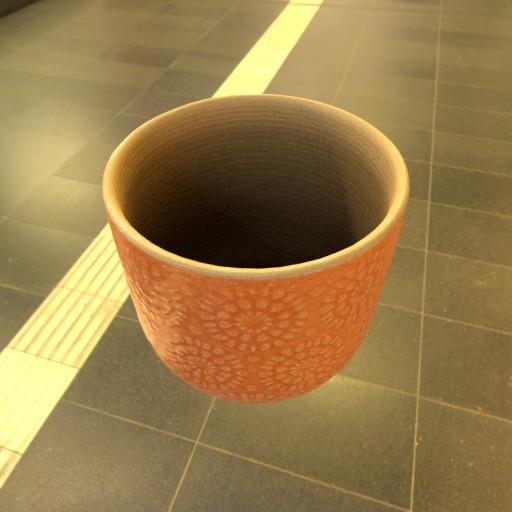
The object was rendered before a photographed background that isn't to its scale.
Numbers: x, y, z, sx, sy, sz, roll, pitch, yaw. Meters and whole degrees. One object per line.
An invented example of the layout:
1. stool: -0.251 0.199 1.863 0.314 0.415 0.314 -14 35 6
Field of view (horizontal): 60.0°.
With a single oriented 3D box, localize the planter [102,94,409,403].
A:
1. planter: 0.000 0.000 0.291 0.170 0.152 0.170 0 45 0
